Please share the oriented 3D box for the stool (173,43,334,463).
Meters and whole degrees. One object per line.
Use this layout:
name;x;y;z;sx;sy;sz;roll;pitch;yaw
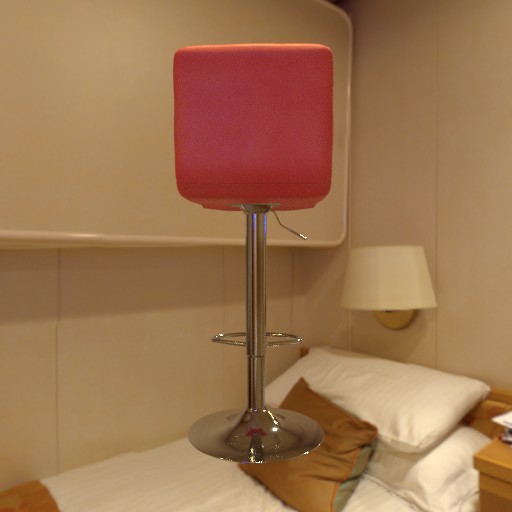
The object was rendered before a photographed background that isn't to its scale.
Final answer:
stool;0.000;0.000;1.394;0.430;1.115;0.505;0;0;2
